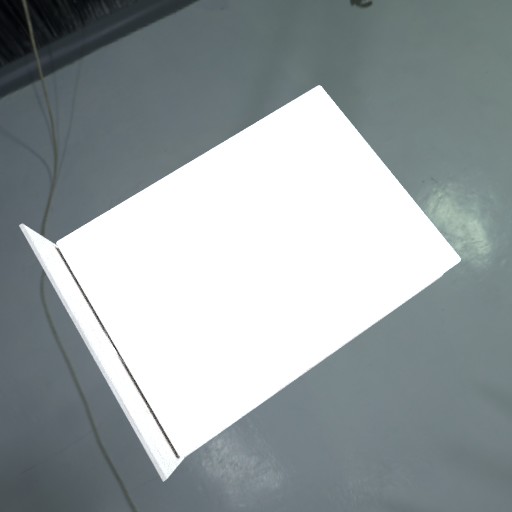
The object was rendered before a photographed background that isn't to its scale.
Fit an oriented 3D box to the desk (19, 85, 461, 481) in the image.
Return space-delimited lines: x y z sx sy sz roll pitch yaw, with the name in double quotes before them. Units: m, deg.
"desk" 0.000 0.000 2.578 1.900 0.800 1.400 -33 78 -8
